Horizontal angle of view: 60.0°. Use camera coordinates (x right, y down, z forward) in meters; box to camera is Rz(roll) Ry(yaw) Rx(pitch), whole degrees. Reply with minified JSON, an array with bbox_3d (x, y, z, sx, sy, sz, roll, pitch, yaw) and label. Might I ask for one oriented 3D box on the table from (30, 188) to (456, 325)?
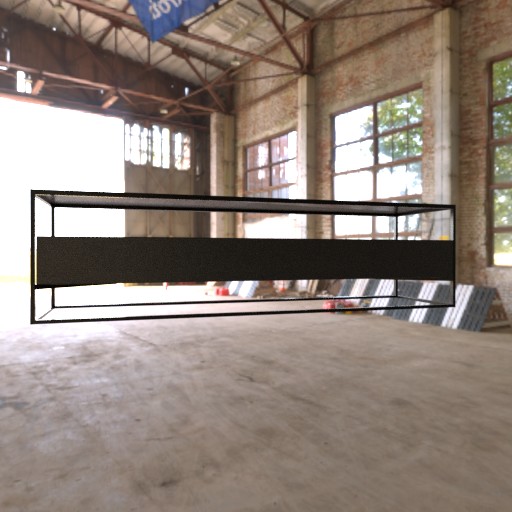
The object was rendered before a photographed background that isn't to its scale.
[{"bbox_3d":[0.000,0.000,1.689,1.486,0.395,0.399,0,0,-16],"label":"table"}]
